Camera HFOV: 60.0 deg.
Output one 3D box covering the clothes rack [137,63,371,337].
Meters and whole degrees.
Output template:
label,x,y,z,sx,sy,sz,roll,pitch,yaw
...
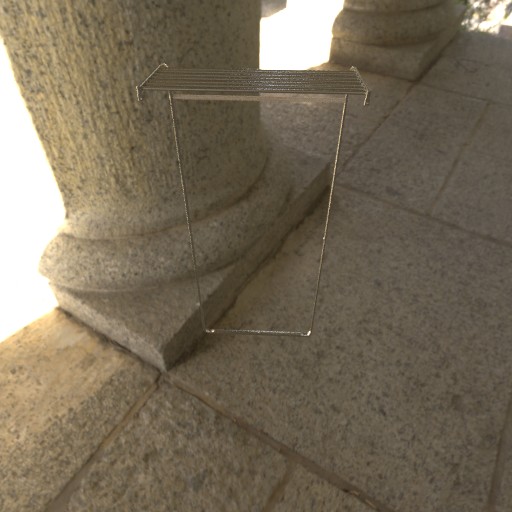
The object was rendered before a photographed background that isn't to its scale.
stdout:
label,x,y,z,sx,sy,sz,roll,pitch,yaw
clothes rack,0.000,0.000,1.820,0.609,1.574,0.349,2,45,2
